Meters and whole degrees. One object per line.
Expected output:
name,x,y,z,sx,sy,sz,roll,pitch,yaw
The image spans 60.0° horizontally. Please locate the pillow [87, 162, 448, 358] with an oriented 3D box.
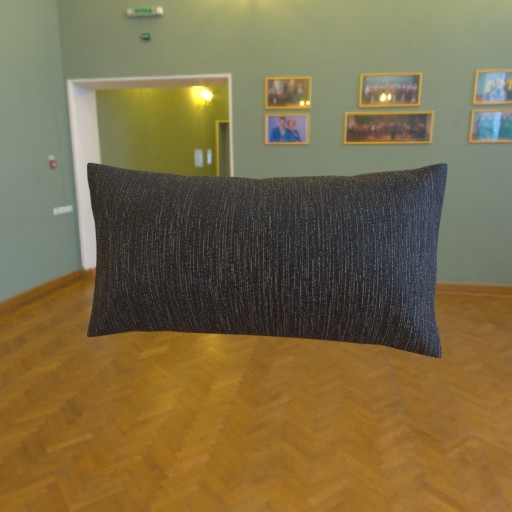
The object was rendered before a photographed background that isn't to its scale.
pillow,0.000,0.000,0.743,0.608,0.305,0.156,2,13,8
